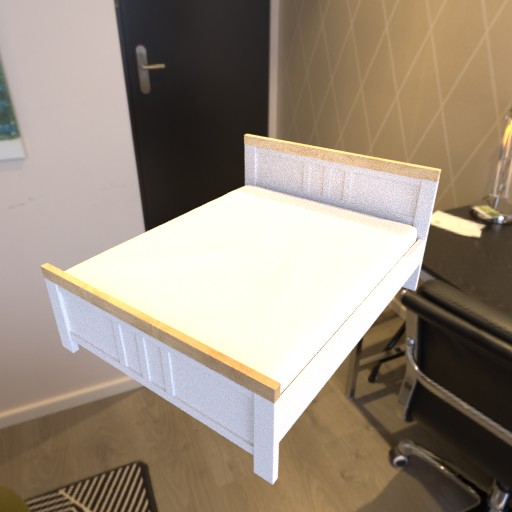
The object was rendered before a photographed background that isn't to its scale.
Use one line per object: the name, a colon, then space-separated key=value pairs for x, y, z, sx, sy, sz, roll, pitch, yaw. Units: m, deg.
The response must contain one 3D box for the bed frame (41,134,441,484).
bed frame: x=0.000 y=0.000 z=2.984 sx=1.670 sy=0.980 sz=2.050 roll=19 pitch=35 yaw=31
